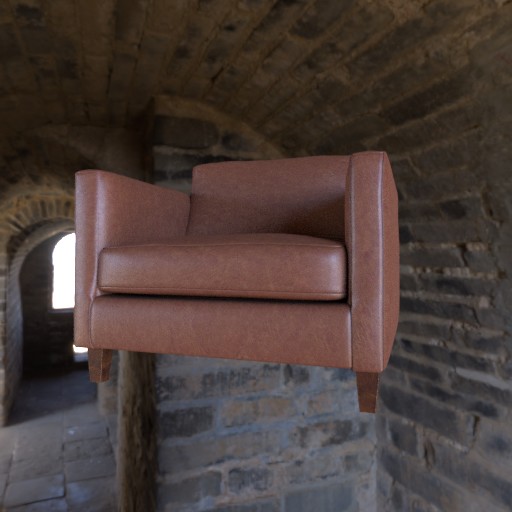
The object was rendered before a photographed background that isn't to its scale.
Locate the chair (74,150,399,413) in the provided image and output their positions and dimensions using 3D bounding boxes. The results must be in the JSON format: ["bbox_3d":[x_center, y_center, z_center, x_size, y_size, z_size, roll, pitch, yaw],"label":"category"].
[{"bbox_3d":[0.000,0.000,1.825,1.107,0.917,0.959,0,0,20],"label":"chair"}]
